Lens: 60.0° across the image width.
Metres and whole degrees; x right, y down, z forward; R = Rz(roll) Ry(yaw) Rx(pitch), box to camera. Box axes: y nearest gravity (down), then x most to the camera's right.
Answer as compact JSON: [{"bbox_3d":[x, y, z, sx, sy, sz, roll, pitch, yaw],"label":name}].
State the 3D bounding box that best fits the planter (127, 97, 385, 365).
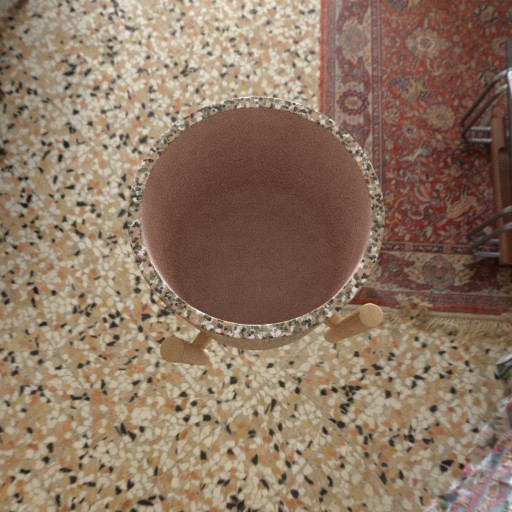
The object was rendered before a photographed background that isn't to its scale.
[{"bbox_3d":[0.000,0.000,0.537,0.284,0.320,0.284,-31,77,-8],"label":"planter"}]
